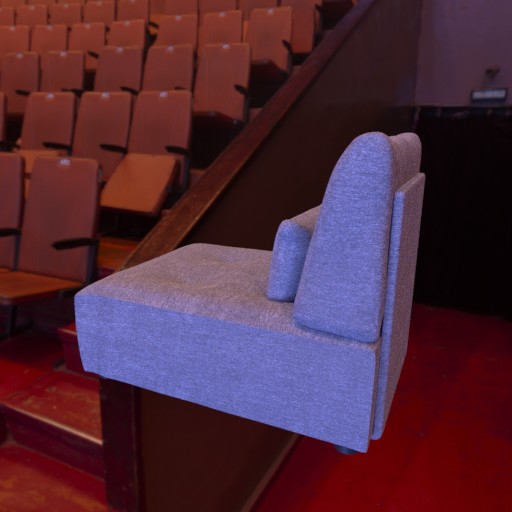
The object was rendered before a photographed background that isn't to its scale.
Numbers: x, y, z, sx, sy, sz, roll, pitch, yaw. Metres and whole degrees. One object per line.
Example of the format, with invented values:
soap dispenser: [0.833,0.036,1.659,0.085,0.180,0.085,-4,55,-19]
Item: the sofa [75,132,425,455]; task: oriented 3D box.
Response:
sofa: [0.000,0.000,1.522,1.000,0.820,0.700,7,17,24]
